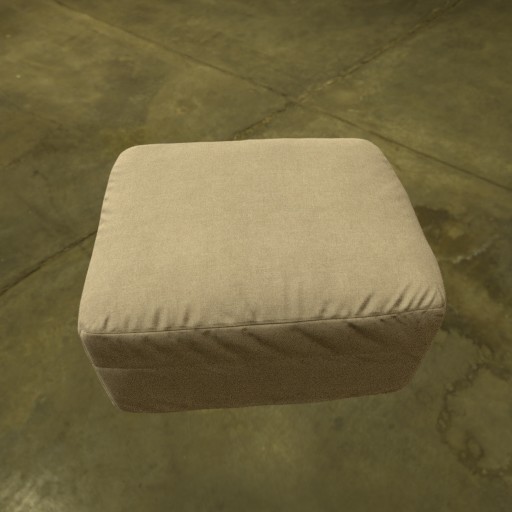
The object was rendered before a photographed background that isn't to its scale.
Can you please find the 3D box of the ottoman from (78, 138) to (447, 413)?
[{"bbox_3d":[0.000,0.000,1.247,0.837,0.481,0.683,-3,47,-3],"label":"ottoman"}]
